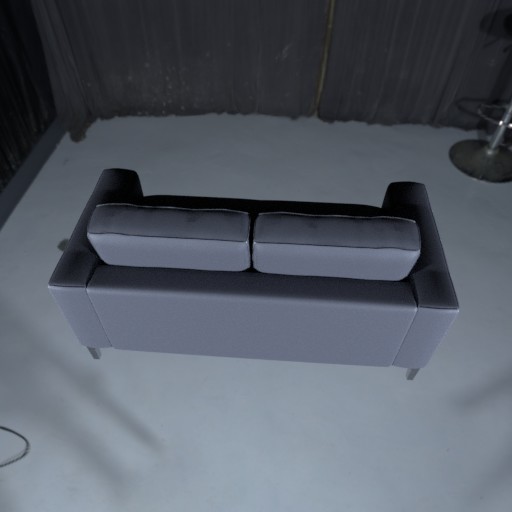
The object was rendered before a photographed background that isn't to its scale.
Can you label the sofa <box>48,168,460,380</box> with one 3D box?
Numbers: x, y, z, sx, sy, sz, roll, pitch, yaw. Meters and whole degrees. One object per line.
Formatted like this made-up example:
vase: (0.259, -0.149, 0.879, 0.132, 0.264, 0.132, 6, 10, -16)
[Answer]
sofa: (0.000, 0.000, 2.201, 1.726, 0.893, 0.833, 3, 48, 3)
